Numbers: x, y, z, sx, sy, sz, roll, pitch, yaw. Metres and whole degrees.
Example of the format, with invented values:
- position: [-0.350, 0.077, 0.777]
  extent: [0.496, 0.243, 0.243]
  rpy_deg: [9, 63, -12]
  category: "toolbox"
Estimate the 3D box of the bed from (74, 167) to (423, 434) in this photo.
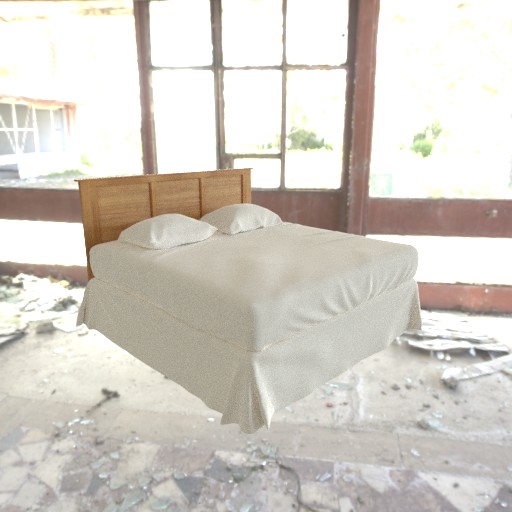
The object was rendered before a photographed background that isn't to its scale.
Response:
- position: [0.000, 0.000, 3.743]
  extent: [2.317, 1.270, 2.215]
  rpy_deg: [-15, 21, -43]
  category: "bed"
